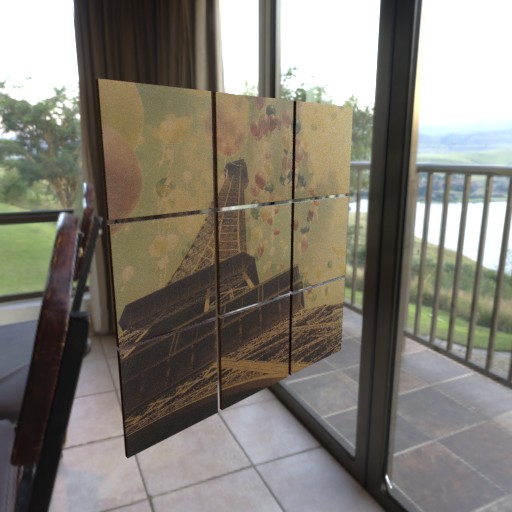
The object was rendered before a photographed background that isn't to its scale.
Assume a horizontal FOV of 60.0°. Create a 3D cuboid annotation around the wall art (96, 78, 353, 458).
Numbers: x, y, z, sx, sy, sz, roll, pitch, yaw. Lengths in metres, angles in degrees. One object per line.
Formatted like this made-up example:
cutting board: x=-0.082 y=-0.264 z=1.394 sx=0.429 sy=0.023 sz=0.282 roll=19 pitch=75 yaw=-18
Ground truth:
wall art: x=0.000 y=0.000 z=1.831 sx=1.256 sy=1.246 sz=0.017 roll=-13 pitch=18 yaw=-42
